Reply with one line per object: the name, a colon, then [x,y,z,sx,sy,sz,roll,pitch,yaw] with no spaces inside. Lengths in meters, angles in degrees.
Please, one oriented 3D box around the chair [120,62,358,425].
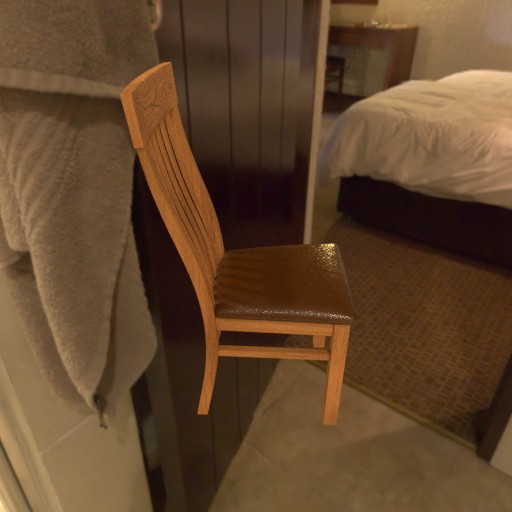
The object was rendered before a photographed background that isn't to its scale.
chair: [0.000,0.000,1.374,0.580,1.050,0.450,1,31,1]
